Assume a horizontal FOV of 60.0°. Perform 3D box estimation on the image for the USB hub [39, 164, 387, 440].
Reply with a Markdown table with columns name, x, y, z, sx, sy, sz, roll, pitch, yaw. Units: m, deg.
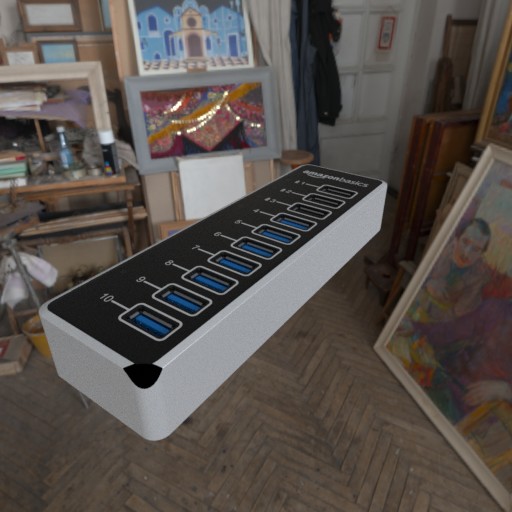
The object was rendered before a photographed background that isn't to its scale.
| name | x | y | z | sx | sy | sz | roll | pitch | yaw |
| --- | --- | --- | --- | --- | --- | --- | --- | --- | --- |
| USB hub | 0.000 | 0.000 | 0.163 | 0.044 | 0.023 | 0.145 | 20 | 36 | 30 |
